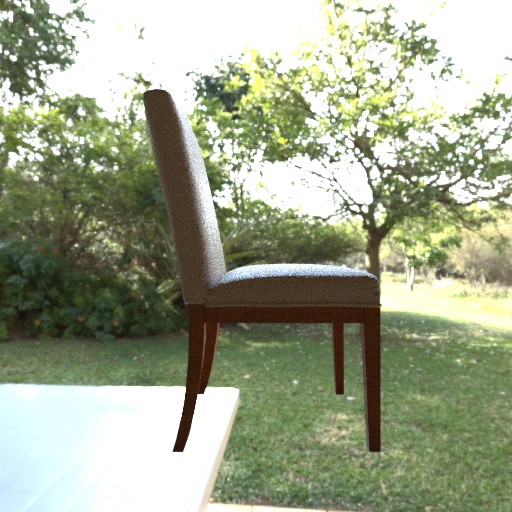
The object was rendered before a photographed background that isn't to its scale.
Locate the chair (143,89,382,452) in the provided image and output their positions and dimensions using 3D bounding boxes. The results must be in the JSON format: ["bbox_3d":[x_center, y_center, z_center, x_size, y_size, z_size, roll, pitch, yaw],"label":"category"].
[{"bbox_3d":[0.000,0.000,1.394,0.648,1.012,0.534,0,0,0],"label":"chair"}]
